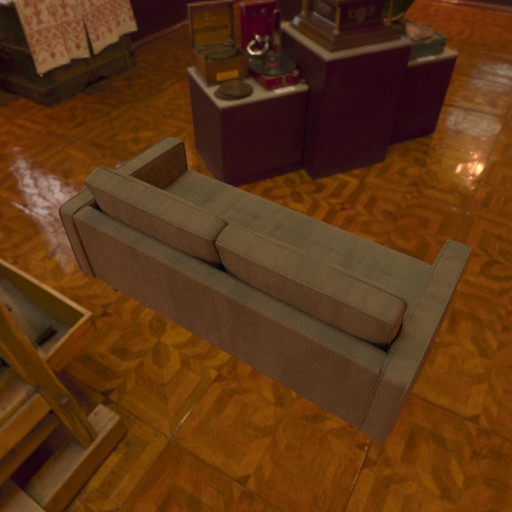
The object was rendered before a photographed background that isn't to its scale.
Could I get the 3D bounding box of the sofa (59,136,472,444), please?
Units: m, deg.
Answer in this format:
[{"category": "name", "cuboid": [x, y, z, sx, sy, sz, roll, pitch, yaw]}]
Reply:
[{"category": "sofa", "cuboid": [0.000, 0.000, 2.354, 1.920, 0.825, 0.924, 25, 50, 23]}]
